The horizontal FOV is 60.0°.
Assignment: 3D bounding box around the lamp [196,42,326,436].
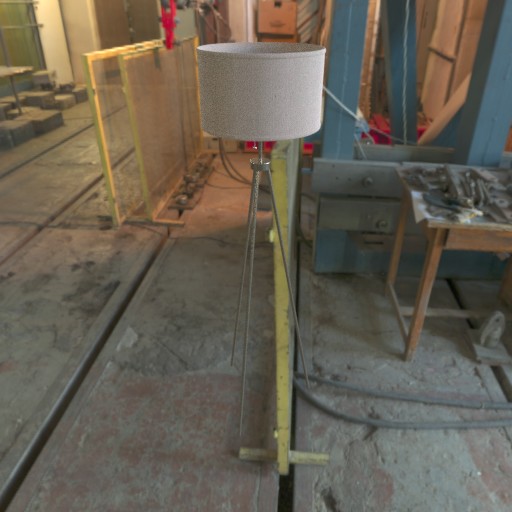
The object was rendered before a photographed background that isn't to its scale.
[{"bbox_3d":[0.000,0.000,1.803,0.449,1.545,0.460,-22,37,-34],"label":"lamp"}]
